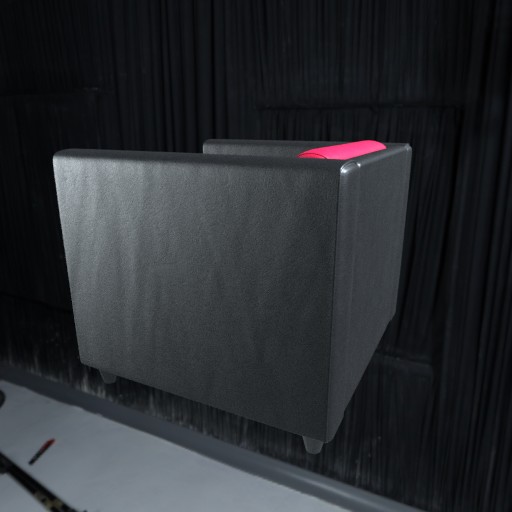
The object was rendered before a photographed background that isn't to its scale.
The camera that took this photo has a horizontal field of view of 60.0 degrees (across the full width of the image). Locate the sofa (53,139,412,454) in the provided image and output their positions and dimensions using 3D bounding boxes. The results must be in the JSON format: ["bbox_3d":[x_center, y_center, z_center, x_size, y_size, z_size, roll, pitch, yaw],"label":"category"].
[{"bbox_3d":[0.000,0.000,1.450,0.809,0.724,0.839,8,19,26],"label":"sofa"}]
